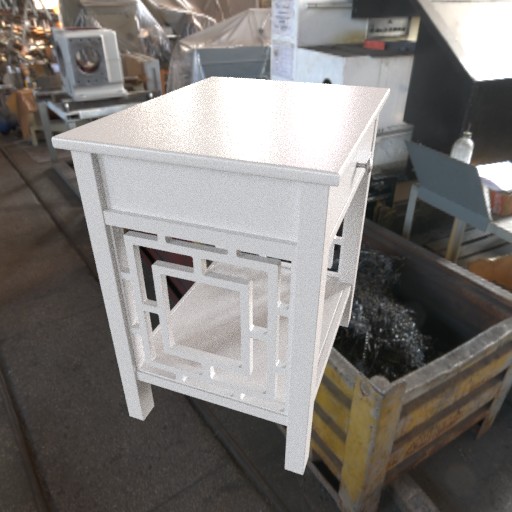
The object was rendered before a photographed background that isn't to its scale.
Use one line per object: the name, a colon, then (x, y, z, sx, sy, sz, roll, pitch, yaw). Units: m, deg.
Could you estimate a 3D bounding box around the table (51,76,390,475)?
table: (0.000, 0.000, 0.994, 0.451, 0.646, 0.564, 11, 33, 17)
